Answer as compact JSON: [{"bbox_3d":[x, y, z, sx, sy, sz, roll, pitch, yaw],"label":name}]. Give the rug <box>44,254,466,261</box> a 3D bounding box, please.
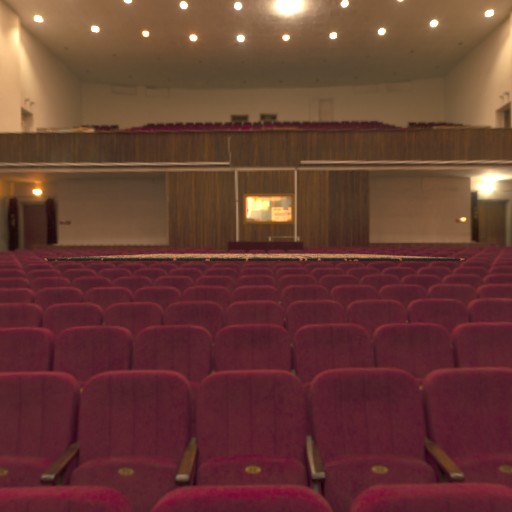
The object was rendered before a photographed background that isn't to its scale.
[{"bbox_3d":[0.000,0.000,4.037,2.416,0.014,3.017,0,1,0],"label":"rug"}]
